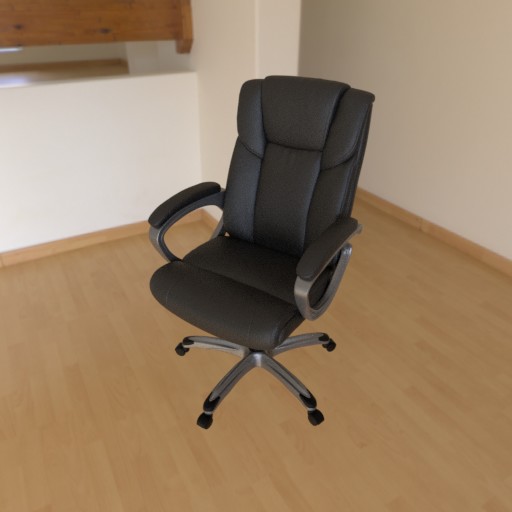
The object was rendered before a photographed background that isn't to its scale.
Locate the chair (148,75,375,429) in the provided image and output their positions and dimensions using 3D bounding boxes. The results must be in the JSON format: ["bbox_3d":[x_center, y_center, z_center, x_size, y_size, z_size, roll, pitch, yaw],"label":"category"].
[{"bbox_3d":[0.000,0.000,1.590,0.721,1.130,0.719,20,36,30],"label":"chair"}]
